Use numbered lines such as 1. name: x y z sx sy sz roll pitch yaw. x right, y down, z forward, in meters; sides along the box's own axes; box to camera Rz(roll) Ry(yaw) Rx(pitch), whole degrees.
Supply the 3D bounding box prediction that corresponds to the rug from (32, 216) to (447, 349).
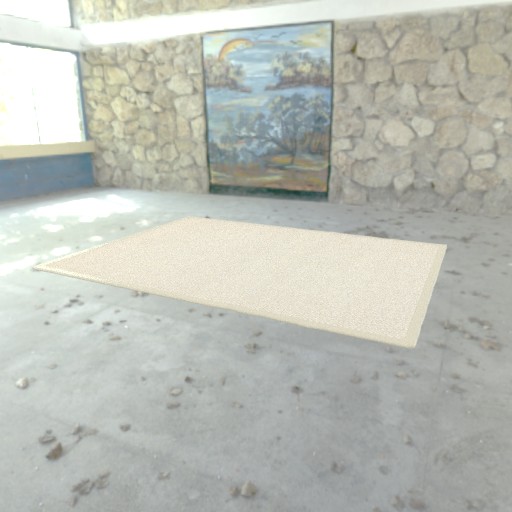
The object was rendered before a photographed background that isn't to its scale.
1. rug: 0.000 0.000 4.818 3.659 0.037 2.734 8 19 25
